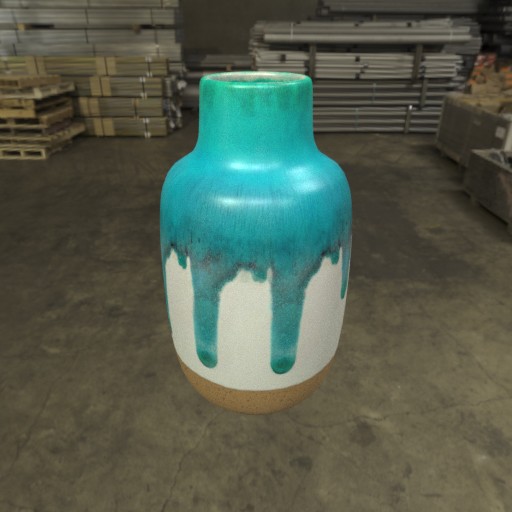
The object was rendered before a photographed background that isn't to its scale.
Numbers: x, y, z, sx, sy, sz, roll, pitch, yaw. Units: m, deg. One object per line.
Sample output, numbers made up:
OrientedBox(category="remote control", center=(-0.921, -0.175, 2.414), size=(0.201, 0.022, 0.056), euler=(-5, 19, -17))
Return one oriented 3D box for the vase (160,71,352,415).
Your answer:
OrientedBox(category="vase", center=(0.000, 0.000, 0.254), size=(0.106, 0.192, 0.106), euler=(0, 28, 0))
